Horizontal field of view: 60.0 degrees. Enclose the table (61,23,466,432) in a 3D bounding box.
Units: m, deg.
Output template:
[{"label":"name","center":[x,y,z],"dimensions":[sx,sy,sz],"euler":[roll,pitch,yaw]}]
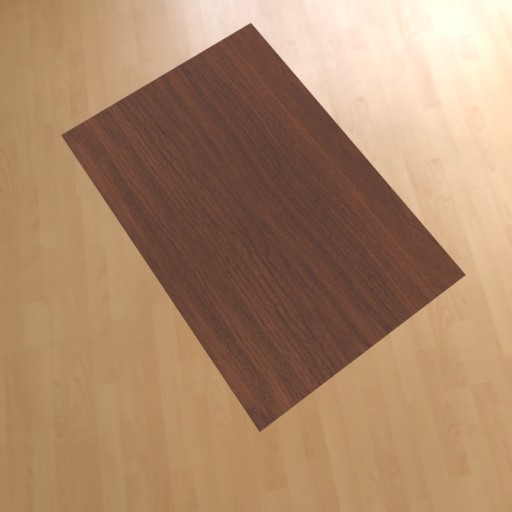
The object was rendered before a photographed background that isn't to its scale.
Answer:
[{"label":"table","center":[0.000,0.000,1.078],"dimensions":[0.406,0.711,0.589],"euler":[-35,78,-9]}]
